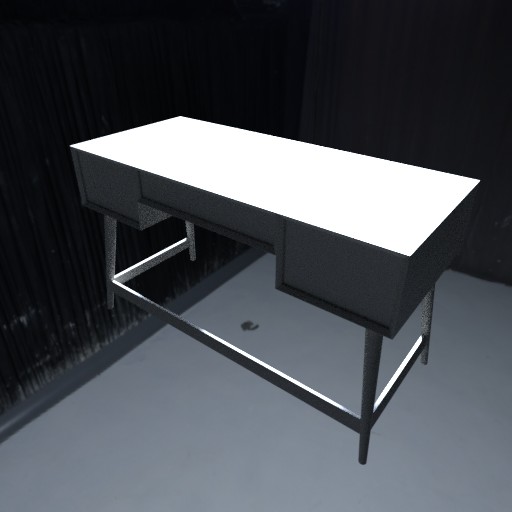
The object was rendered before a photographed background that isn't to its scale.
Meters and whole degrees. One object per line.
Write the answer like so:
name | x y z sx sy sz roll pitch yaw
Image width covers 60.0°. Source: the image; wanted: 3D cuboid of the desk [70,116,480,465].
desk | 0.000 0.000 1.716 1.313 0.762 0.589 22 37 32
